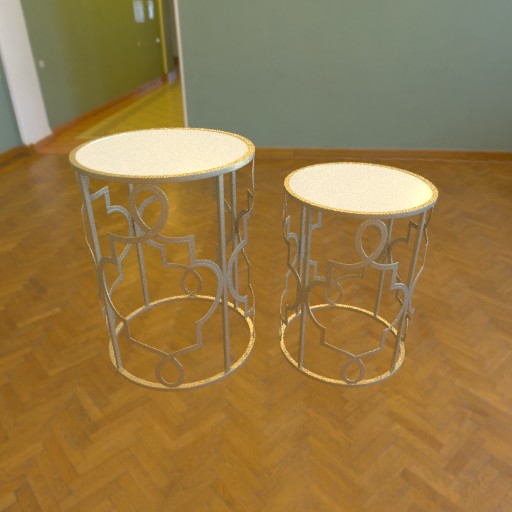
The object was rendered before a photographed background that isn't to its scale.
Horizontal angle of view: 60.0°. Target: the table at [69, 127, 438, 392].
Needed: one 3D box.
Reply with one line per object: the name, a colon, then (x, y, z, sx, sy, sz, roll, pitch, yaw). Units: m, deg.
table: (0.000, 0.000, 1.162, 0.846, 0.564, 0.420, 1, 29, 2)
